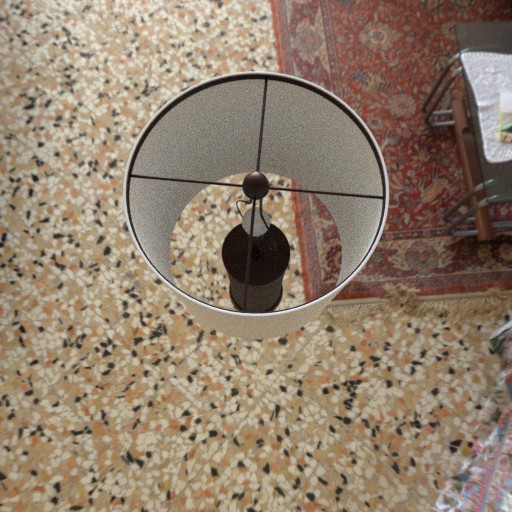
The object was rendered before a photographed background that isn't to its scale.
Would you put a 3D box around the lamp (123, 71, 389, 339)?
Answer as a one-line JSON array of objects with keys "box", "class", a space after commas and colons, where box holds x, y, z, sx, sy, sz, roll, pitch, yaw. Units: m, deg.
[{"box": [0.000, 0.000, 0.791, 0.301, 0.630, 0.301, -39, 78, -10], "class": "lamp"}]
